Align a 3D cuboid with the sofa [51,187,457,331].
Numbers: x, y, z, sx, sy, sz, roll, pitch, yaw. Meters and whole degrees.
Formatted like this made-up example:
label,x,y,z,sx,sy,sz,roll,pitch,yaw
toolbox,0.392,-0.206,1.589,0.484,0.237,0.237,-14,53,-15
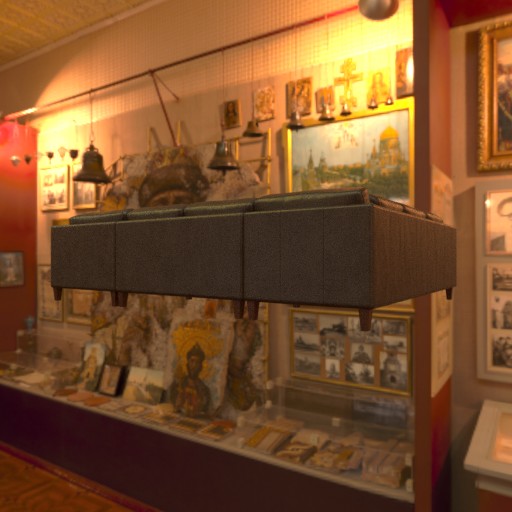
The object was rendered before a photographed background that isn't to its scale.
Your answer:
label,x,y,z,sx,sy,sz,roll,pitch,yaw
sofa,0.000,0.000,4.491,3.324,0.891,2.452,0,0,35
